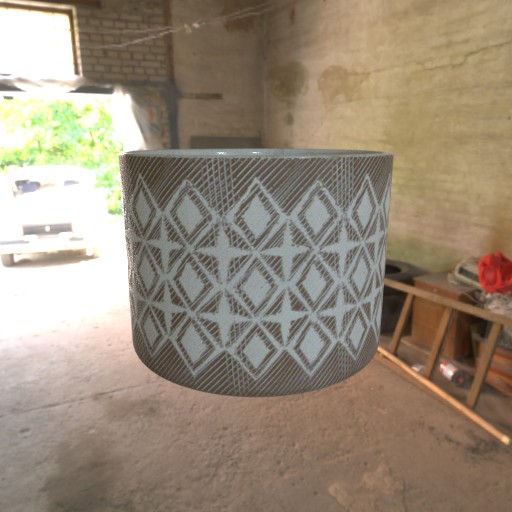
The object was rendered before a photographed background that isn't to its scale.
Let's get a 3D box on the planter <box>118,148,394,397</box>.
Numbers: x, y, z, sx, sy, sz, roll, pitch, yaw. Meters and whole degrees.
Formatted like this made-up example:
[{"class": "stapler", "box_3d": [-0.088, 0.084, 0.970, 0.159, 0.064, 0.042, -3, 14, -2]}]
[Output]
[{"class": "planter", "box_3d": [0.000, 0.000, 0.226, 0.126, 0.104, 0.126, 0, 15, 0]}]
